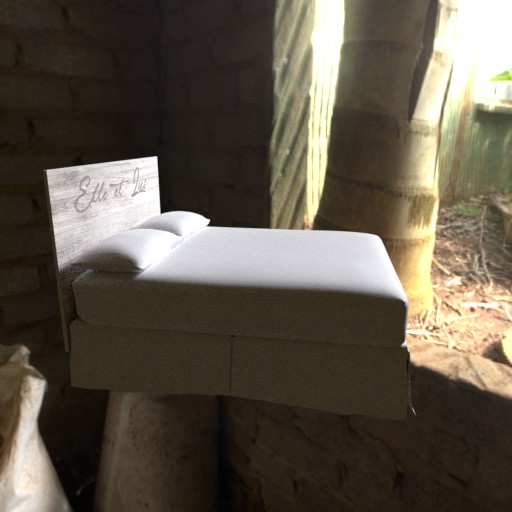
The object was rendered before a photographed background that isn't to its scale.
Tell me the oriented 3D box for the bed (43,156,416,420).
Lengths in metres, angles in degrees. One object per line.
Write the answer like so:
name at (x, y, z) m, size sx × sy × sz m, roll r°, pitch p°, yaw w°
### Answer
bed at (0.000, 0.000, 3.246) m, size 2.094 × 1.335 × 1.745 m, roll 3°, pitch 16°, yaw 9°
